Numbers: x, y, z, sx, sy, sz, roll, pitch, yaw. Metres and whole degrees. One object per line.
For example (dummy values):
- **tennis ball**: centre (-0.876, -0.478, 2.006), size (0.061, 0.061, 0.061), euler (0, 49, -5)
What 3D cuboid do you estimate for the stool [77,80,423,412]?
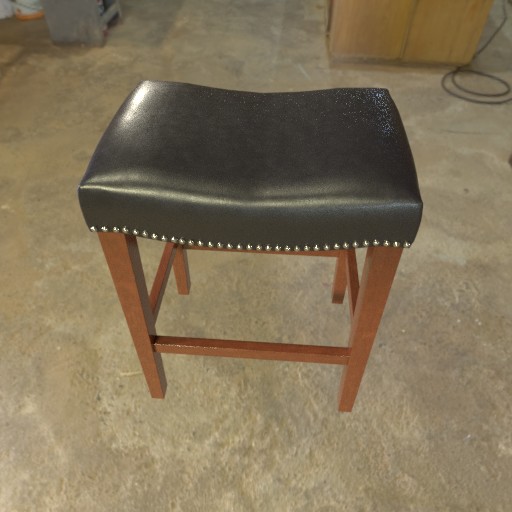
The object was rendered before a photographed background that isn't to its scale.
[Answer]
- **stool**: centre (0.000, 0.000, 0.958), size (0.504, 0.654, 0.372), euler (3, 45, 3)
